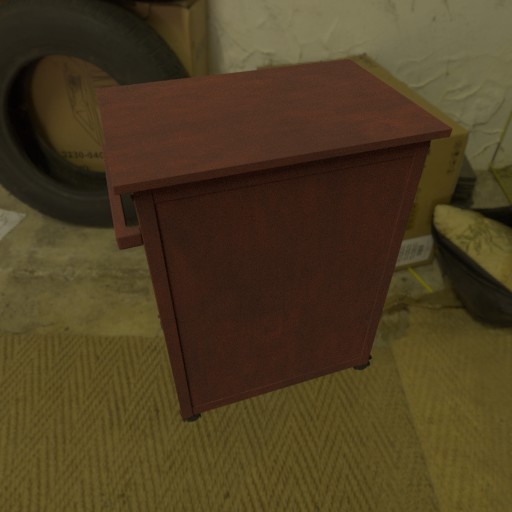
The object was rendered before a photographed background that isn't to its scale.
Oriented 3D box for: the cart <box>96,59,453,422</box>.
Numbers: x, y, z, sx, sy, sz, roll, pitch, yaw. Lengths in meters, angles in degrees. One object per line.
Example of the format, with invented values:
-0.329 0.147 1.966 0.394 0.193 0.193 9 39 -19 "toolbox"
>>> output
0.000 0.000 1.251 0.683 0.864 0.442 -13 43 -14 "cart"
